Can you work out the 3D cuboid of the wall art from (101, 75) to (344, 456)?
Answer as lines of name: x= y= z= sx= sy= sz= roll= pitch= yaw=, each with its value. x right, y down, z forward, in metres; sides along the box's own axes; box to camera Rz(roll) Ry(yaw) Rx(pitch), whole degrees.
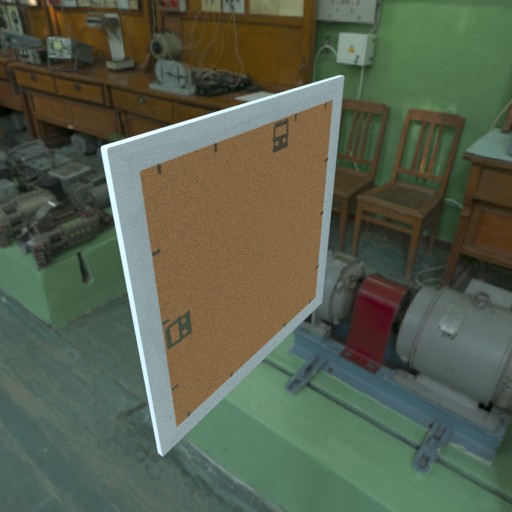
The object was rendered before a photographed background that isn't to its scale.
wall art: x=0.000 y=0.000 z=0.866 sx=0.013 sy=0.584 sz=0.584 roll=22 pitch=38 yaw=31
